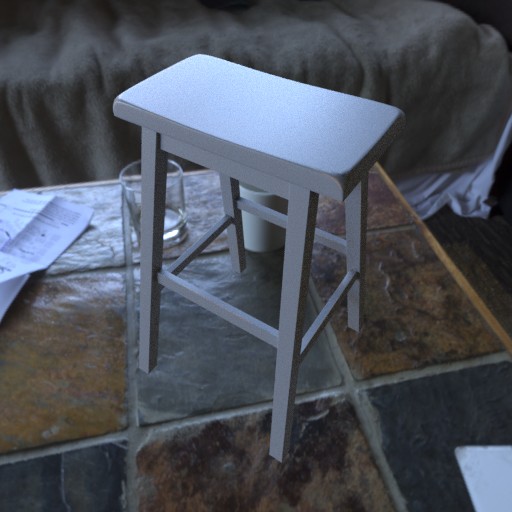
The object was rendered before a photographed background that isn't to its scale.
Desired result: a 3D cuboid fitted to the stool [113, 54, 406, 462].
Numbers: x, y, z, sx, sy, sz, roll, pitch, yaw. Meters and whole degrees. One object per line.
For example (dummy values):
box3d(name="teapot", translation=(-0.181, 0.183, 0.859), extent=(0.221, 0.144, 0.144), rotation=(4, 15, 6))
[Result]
box3d(name="stool", translation=(0.000, 0.000, 1.011), extent=(0.457, 0.737, 0.476), rotation=(25, 51, 23))
